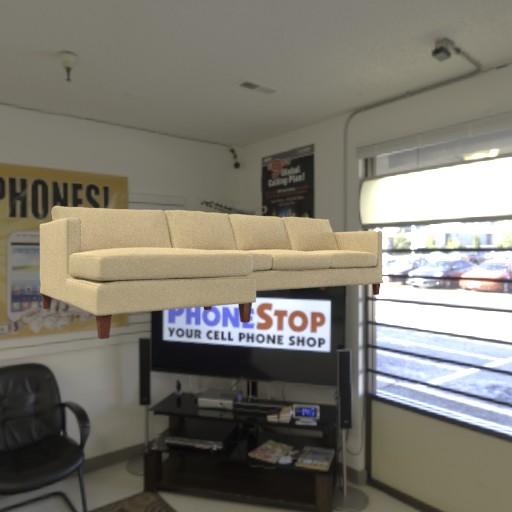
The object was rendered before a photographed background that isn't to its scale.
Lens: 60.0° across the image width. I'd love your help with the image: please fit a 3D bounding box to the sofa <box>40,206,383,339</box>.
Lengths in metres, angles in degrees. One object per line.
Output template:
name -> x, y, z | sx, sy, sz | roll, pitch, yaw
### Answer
sofa -> 0.000, 0.000, 3.867 | 3.186, 0.846, 1.625 | 0, 1, -36
